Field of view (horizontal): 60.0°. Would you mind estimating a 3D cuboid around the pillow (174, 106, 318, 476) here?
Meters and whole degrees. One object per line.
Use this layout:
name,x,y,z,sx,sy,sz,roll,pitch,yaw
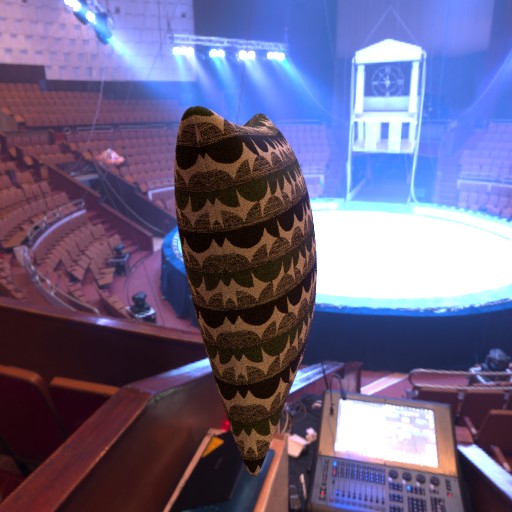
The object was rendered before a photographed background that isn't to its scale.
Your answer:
pillow,0.000,0.000,0.646,0.180,0.404,0.419,3,17,9
